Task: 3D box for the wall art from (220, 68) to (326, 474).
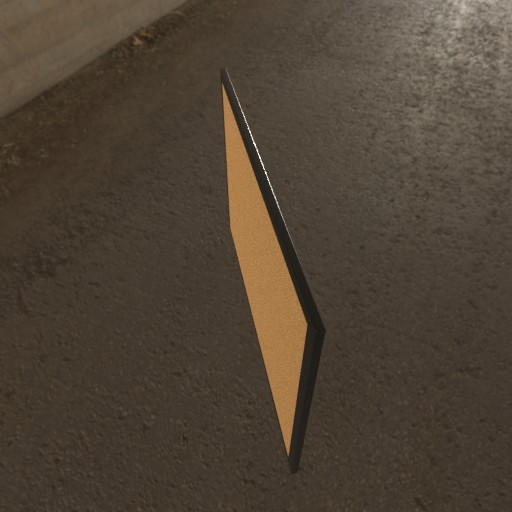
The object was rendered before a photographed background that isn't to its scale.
[{"bbox_3d":[0.000,0.000,1.055,0.015,0.552,0.819,-9,47,-8],"label":"wall art"}]
